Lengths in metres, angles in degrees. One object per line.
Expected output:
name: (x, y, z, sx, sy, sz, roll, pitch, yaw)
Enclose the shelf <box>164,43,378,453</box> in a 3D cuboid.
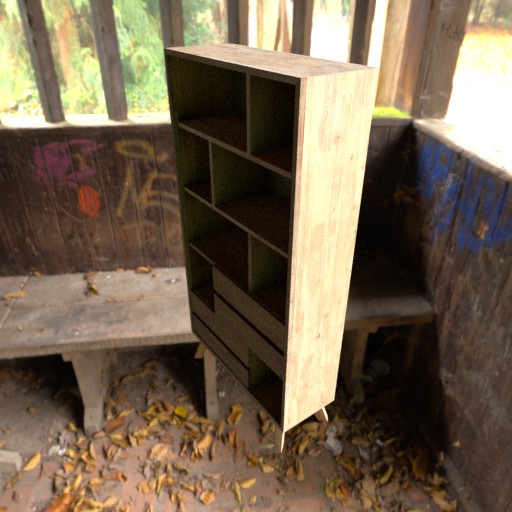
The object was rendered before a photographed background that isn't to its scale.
shelf: (0.000, 0.000, 1.778, 0.308, 1.471, 0.748, -21, 37, -30)
